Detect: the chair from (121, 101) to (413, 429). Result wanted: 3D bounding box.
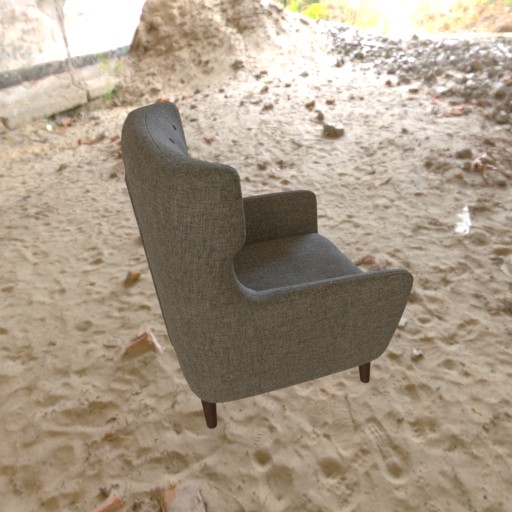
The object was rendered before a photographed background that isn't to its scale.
[{"bbox_3d":[0.000,0.000,1.763,0.904,1.063,0.878,-10,32,-17],"label":"chair"}]
